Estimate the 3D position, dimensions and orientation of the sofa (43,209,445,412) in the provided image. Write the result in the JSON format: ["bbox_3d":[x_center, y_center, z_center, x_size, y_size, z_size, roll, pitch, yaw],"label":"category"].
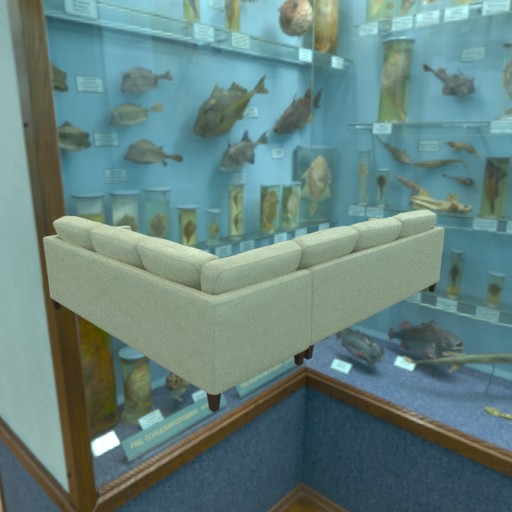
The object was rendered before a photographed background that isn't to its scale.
[{"bbox_3d":[0.000,0.000,4.568,2.593,0.947,3.302,14,20,43],"label":"sofa"}]
